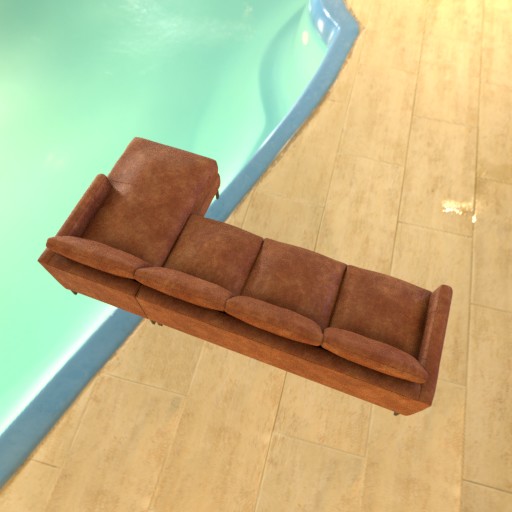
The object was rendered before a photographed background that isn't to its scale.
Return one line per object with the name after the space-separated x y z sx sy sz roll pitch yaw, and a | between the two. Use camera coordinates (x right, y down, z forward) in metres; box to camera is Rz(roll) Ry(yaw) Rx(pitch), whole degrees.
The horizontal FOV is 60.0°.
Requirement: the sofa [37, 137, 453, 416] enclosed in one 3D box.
0.000 0.000 3.594 2.993 0.859 1.471 19 64 9 | sofa
